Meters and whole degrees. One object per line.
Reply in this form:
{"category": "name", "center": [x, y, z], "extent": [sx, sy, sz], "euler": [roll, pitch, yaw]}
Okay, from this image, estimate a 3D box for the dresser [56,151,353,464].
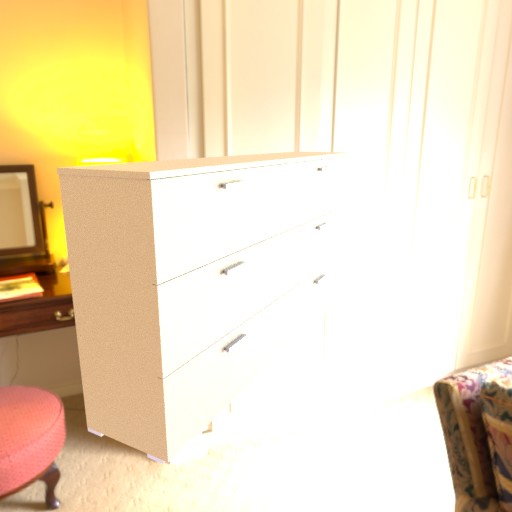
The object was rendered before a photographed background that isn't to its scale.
{"category": "dresser", "center": [0.000, 0.000, 1.820], "extent": [0.333, 0.790, 1.535], "euler": [8, 17, 28]}
